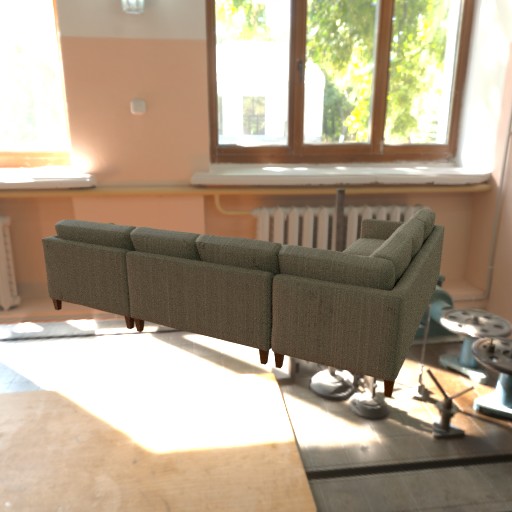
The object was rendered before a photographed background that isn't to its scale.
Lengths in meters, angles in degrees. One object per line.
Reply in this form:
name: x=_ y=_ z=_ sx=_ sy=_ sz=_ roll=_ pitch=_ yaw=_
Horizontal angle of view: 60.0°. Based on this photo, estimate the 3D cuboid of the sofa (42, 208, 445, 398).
sofa: x=0.000 y=0.000 z=4.709 sx=3.460 sy=0.961 sz=2.594 roll=8 pitch=17 yaw=27
